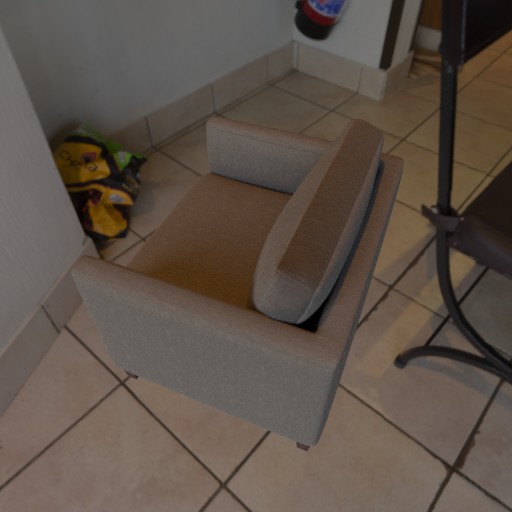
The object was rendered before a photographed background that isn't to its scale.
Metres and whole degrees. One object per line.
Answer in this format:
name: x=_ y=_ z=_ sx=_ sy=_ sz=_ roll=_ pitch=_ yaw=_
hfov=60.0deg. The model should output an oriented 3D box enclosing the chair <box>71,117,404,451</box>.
chair: x=0.000 y=0.000 z=1.875 sx=0.959 sy=0.963 sz=1.107 roll=17 pitch=50 yaw=15
